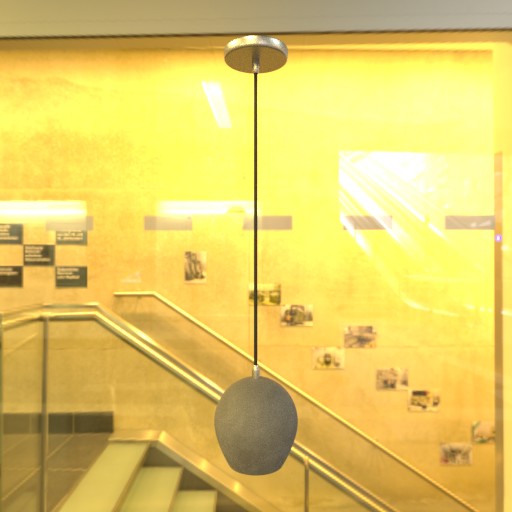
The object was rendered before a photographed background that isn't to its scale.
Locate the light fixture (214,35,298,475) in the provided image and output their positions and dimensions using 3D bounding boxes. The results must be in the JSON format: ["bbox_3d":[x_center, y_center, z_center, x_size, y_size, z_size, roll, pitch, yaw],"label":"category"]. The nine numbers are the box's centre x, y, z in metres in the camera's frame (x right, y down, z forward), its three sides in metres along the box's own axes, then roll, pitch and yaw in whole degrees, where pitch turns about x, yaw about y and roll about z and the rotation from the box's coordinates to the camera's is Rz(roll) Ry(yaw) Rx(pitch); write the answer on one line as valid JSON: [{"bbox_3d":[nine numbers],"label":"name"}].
[{"bbox_3d":[0.000,0.000,0.818,0.153,0.760,0.153,0,0,-18],"label":"light fixture"}]
